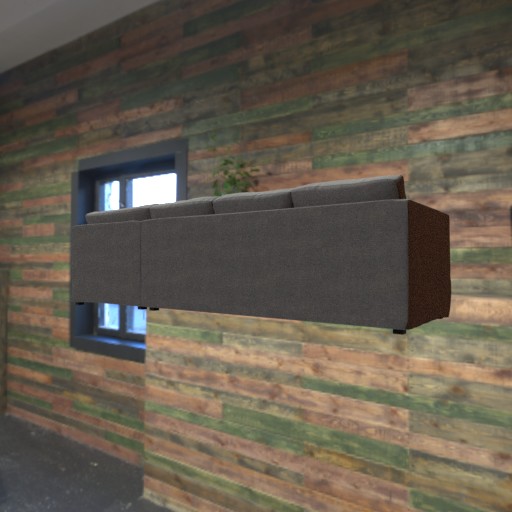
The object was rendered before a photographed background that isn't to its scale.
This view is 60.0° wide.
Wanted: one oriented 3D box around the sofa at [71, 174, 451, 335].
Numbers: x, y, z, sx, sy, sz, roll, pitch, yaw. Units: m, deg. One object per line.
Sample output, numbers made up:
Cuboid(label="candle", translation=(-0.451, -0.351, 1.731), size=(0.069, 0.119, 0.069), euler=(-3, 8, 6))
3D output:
Cuboid(label="sofa", translation=(0.000, 0.000, 3.932), size=(3.205, 0.922, 1.650), euler=(-1, -1, 36))
